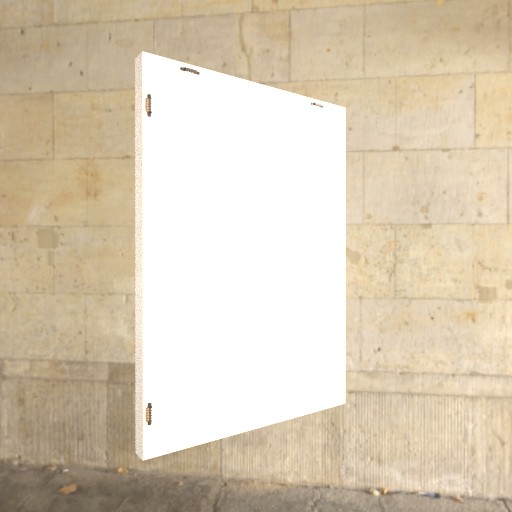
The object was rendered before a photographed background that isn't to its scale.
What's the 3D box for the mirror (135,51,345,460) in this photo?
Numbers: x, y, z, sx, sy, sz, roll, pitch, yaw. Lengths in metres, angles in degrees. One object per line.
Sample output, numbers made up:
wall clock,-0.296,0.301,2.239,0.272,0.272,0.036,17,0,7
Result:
mirror,0.000,0.000,0.929,0.507,0.710,0.040,0,0,-36
